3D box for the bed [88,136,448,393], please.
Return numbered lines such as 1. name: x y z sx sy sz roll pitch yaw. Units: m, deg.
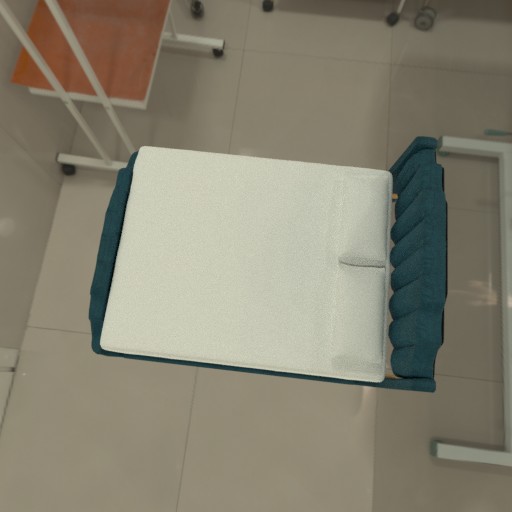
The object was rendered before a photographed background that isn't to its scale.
1. bed: 0.000 0.000 3.295 2.322 1.351 1.676 6 75 2
